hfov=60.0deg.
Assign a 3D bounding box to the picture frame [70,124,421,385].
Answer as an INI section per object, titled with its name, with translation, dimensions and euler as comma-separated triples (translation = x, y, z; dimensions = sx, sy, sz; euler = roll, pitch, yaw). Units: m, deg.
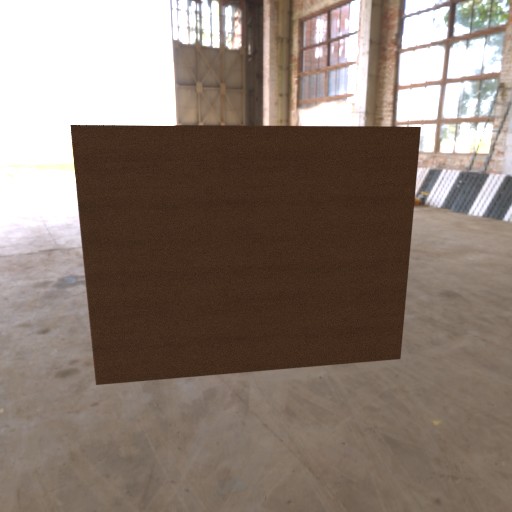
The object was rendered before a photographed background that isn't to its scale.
[picture frame]
translation = 0.000, 0.000, 1.804
dimensions = 1.329, 1.018, 0.045
euler = -2, 15, -9
